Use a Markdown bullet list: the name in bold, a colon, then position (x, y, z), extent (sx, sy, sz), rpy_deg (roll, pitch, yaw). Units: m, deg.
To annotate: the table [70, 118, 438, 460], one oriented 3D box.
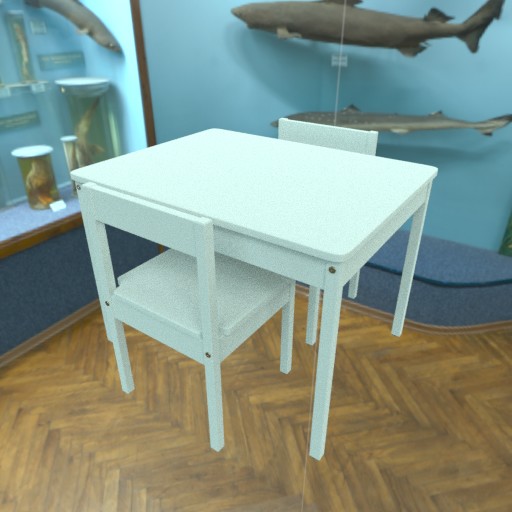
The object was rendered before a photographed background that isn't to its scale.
- **table**: position (0.000, 0.000, 1.071), extent (0.650, 0.503, 0.672), rpy_deg (19, 34, 30)
